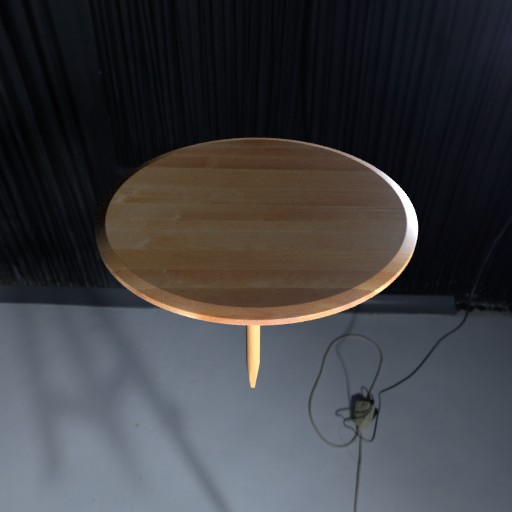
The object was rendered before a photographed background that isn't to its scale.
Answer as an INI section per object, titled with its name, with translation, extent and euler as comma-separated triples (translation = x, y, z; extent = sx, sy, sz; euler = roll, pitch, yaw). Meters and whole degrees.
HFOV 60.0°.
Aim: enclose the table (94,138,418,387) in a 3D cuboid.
[table]
translation = 0.000, 0.000, 1.403
extent = 0.900, 0.400, 0.900
euler = 0, 39, 0
